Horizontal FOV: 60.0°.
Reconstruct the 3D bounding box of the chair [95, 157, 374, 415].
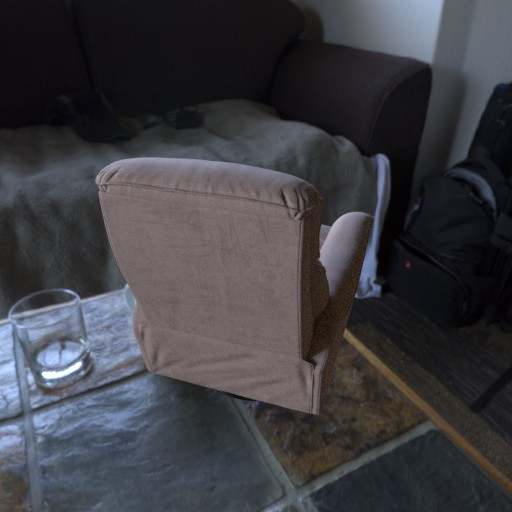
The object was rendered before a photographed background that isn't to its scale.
[{"bbox_3d":[0.000,0.000,1.728,0.820,1.037,1.004,10,33,15],"label":"chair"}]
